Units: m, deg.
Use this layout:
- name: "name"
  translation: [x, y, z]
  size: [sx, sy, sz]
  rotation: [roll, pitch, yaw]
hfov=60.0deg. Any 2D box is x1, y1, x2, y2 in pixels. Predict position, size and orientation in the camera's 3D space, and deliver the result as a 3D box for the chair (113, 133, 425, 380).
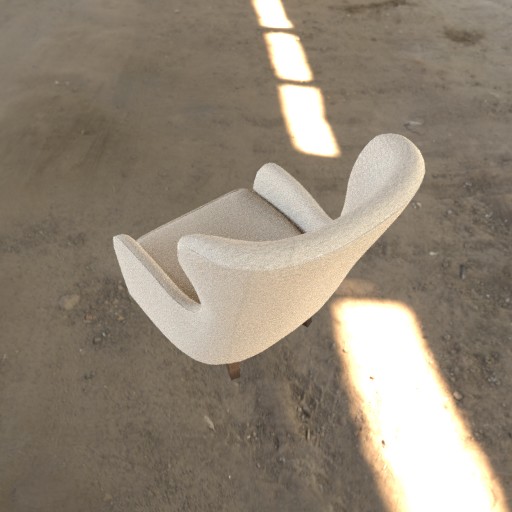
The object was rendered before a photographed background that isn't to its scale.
- name: "chair"
  translation: [0.000, 0.000, 1.808]
  size: [0.861, 1.064, 0.984]
  rotation: [-31, 53, -27]
